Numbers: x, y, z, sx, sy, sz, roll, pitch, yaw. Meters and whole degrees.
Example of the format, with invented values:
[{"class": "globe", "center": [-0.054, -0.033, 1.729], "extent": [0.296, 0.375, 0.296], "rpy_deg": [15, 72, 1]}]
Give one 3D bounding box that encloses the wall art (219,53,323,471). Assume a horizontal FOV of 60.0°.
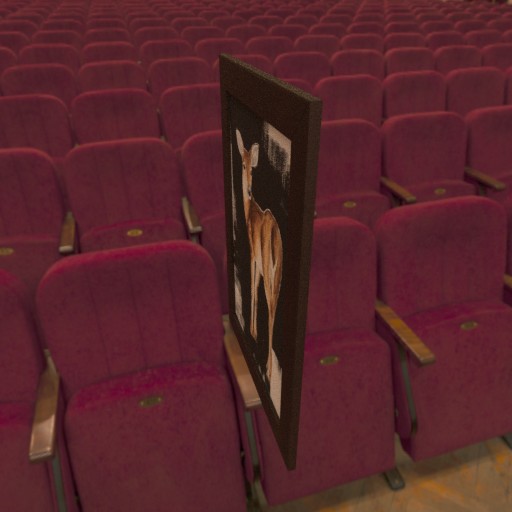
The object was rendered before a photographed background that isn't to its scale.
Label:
[{"class": "wall art", "center": [0.000, 0.000, 0.651], "extent": [0.013, 0.508, 0.359], "rpy_deg": [-9, 32, -14]}]
